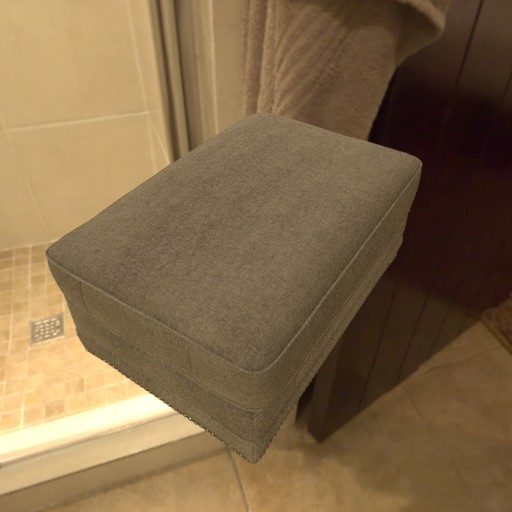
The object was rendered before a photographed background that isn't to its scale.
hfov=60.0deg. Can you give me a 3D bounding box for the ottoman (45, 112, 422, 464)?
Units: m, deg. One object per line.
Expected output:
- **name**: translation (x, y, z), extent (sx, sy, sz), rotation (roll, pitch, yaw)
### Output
- **ottoman**: translation (0.000, 0.000, 1.144), extent (0.561, 0.457, 0.813), rotation (24, 47, 25)
